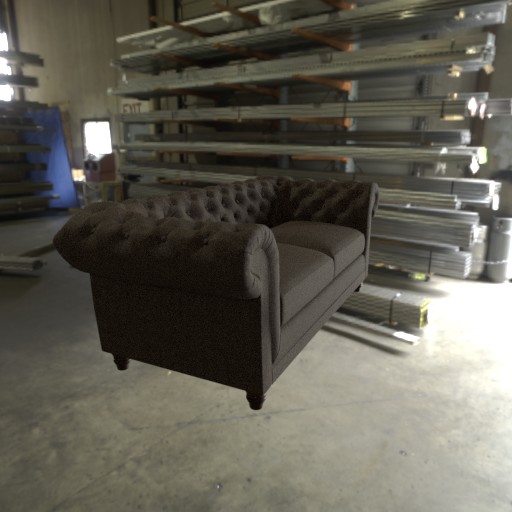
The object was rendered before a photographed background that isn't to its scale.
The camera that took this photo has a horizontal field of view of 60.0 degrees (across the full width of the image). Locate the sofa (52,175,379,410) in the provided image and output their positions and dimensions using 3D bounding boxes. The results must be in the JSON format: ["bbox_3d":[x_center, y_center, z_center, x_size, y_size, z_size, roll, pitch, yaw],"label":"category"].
[{"bbox_3d":[0.000,0.000,2.519,0.944,0.780,2.048,7,16,26],"label":"sofa"}]
